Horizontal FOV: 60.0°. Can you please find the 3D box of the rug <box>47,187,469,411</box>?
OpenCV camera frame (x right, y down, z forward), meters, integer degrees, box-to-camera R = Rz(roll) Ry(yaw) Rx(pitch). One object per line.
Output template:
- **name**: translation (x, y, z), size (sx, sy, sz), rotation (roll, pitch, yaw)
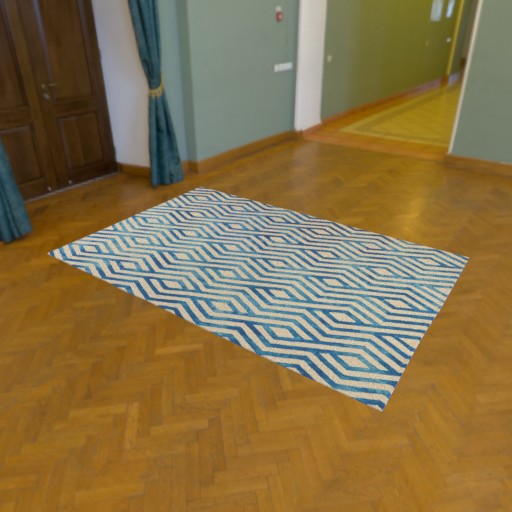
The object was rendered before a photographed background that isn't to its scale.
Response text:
- **rug**: translation (0.000, 0.000, 2.308), size (1.830, 0.008, 1.225), rotation (19, 34, 30)
